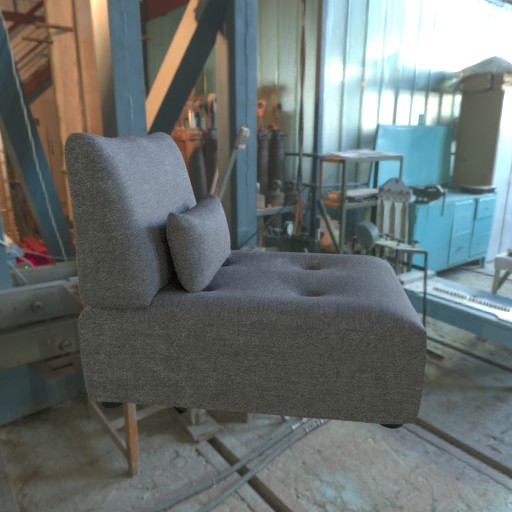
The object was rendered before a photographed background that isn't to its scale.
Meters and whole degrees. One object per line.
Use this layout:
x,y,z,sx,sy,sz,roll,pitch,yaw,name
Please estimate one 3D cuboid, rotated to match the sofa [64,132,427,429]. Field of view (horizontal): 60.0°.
0.000,0.000,1.520,1.000,0.820,0.700,2,16,7,sofa
